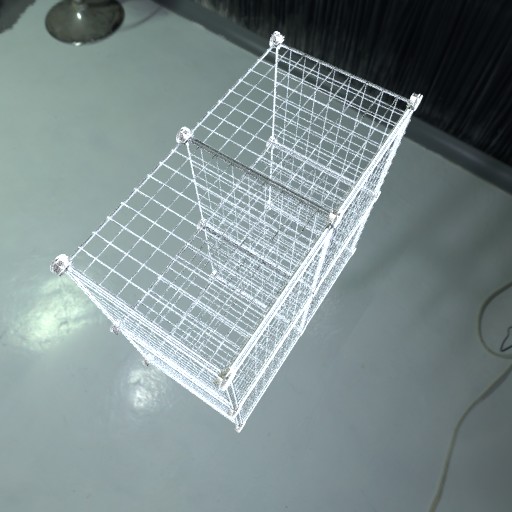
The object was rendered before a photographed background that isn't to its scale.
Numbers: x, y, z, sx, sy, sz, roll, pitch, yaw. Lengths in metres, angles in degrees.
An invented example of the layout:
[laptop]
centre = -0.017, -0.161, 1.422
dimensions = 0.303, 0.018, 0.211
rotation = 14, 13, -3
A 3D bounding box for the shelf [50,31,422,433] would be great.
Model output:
[shelf]
centre = 0.000, 0.000, 1.138
dimensions = 0.356, 0.711, 0.711
rotation = 31, 67, 14
